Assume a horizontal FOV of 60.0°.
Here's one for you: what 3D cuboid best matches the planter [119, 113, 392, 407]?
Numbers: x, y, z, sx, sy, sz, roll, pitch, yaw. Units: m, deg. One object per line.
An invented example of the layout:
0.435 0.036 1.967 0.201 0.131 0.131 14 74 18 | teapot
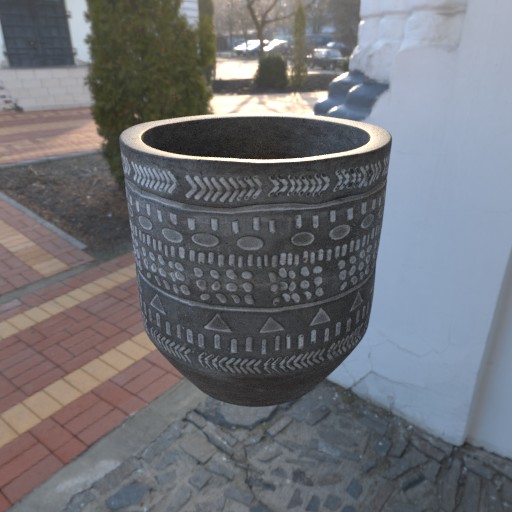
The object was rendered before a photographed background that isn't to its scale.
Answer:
0.000 0.000 0.230 0.122 0.128 0.122 0 26 0 | planter
